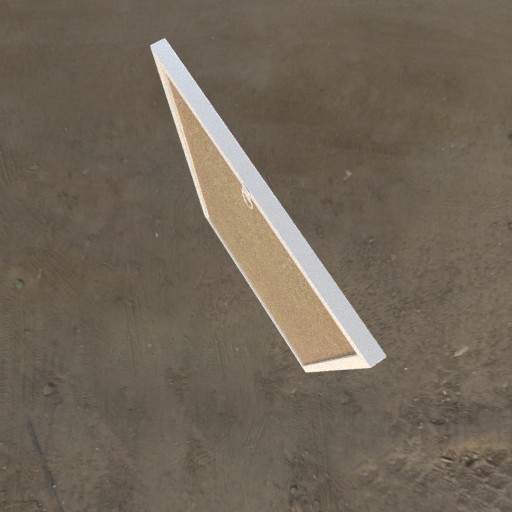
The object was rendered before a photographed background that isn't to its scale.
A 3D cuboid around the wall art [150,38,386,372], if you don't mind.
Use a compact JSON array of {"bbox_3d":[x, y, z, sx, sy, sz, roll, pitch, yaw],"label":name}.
[{"bbox_3d":[0.000,0.000,1.385,0.042,1.056,0.805,-32,77,-8],"label":"wall art"}]
